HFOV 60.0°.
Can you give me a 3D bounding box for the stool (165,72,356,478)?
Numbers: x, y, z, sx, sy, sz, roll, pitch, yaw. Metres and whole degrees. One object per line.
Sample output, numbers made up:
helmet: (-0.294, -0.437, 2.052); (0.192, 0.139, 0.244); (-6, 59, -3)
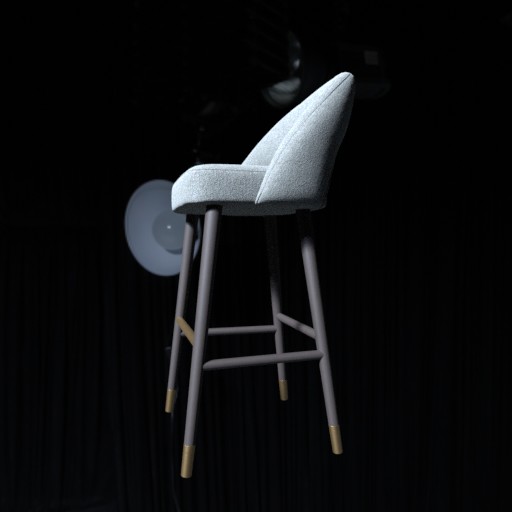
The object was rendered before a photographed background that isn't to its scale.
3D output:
stool: (0.000, 0.000, 1.381); (0.524, 1.089, 0.536); (-1, 2, -17)
